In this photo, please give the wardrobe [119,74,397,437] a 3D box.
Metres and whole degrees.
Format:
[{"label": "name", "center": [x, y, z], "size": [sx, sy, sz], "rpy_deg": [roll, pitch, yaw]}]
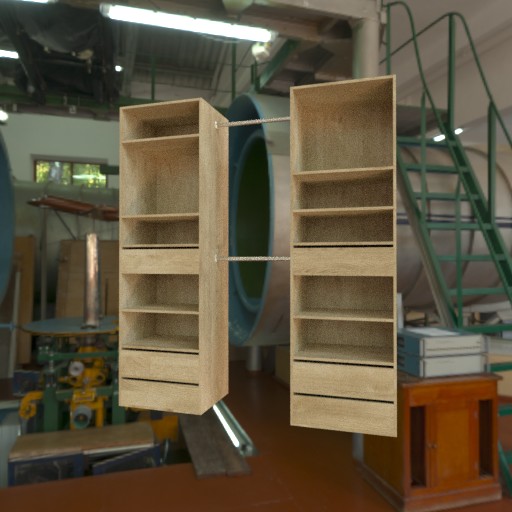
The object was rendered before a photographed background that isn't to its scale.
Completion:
[{"label": "wardrobe", "center": [0.000, 0.000, 2.937], "size": [1.770, 2.000, 0.480], "rpy_deg": [0, -1, 17]}]
